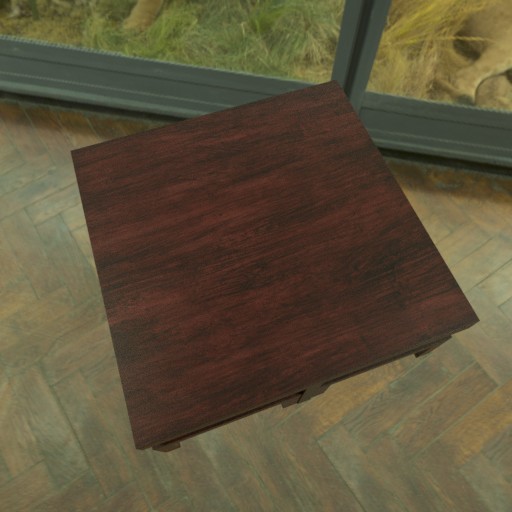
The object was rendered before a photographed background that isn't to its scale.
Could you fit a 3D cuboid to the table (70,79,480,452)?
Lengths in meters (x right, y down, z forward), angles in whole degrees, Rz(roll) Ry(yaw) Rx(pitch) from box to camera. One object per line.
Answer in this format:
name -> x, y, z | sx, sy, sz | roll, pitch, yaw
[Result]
table -> 0.000, 0.000, 1.366 | 0.865, 0.356, 0.865 | -18, 66, -8
